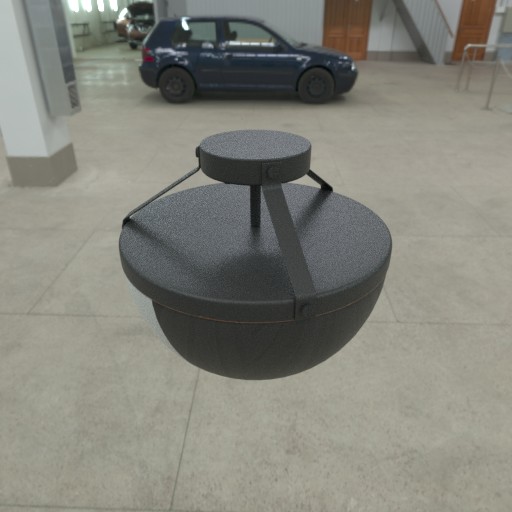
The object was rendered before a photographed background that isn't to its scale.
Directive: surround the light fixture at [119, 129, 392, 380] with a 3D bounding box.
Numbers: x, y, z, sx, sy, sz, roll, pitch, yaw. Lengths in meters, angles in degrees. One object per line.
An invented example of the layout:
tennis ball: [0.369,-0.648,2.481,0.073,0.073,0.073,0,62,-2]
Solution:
light fixture: [0.000,0.000,0.526,0.304,0.269,0.304,0,29,0]
